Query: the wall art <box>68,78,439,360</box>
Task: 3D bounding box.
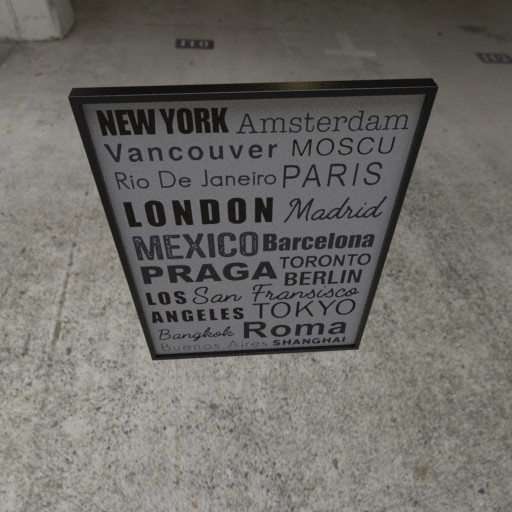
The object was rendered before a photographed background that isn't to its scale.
[{"bbox_3d":[0.000,0.000,1.330,0.788,1.046,0.043,-3,46,-2],"label":"wall art"}]
